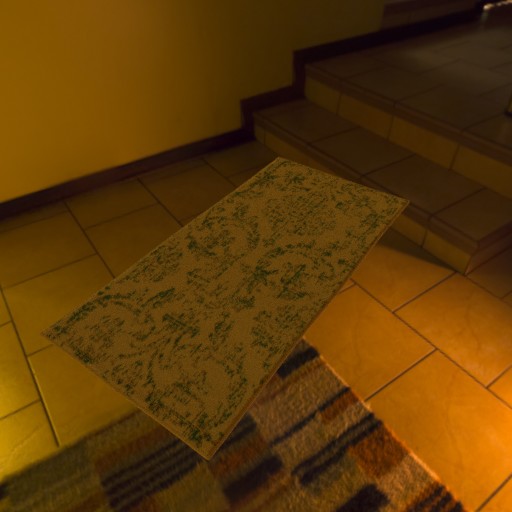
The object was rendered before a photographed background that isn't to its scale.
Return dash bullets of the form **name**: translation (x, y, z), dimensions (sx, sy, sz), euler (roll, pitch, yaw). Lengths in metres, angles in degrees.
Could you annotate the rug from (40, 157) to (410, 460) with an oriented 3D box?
- **rug**: translation (0.000, 0.000, 1.463), dimensions (0.605, 0.007, 1.220), euler (25, 47, 26)
